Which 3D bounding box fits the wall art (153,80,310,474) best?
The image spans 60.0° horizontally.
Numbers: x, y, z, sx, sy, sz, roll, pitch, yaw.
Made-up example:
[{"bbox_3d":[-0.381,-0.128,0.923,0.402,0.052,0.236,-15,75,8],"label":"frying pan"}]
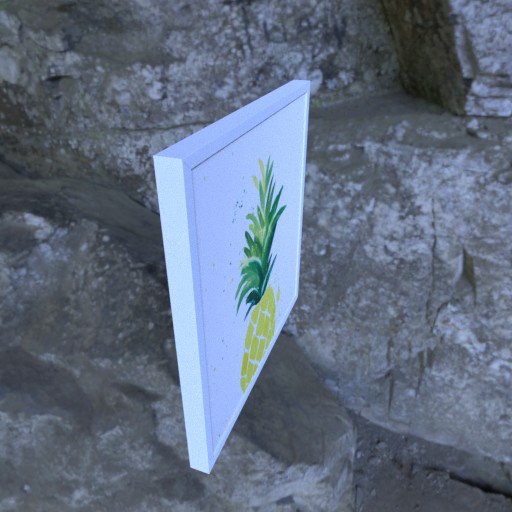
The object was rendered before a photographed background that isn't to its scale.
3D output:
[{"bbox_3d":[0.000,0.000,0.470,0.020,0.307,0.307,11,32,18],"label":"wall art"}]
